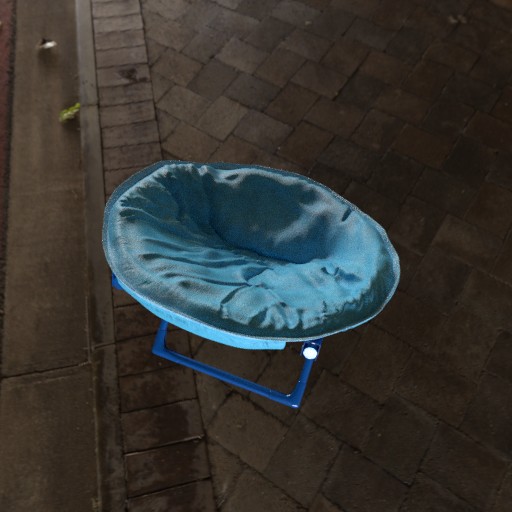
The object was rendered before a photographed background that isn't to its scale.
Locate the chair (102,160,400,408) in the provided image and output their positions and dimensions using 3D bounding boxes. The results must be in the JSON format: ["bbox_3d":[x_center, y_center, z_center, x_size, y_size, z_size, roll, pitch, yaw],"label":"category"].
[{"bbox_3d":[0.000,0.000,0.894,0.520,0.478,0.465,19,66,9],"label":"chair"}]
